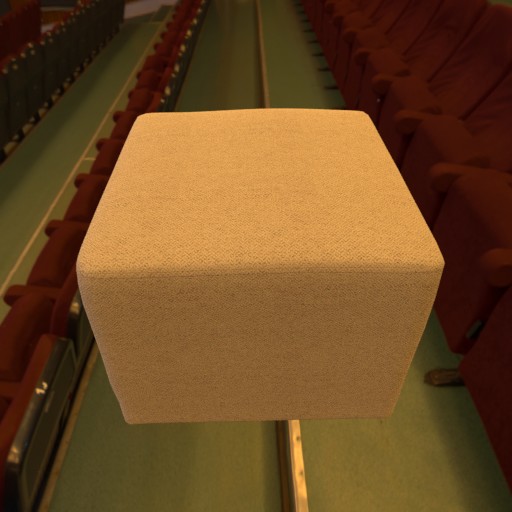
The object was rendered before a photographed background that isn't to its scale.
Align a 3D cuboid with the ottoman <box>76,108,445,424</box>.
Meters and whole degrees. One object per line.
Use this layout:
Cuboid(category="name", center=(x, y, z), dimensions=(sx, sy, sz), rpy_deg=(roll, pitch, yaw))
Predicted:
Cuboid(category="ottoman", center=(0.000, 0.000, 0.900), dimensions=(0.512, 0.453, 0.521), rpy_deg=(-1, 41, -1))
